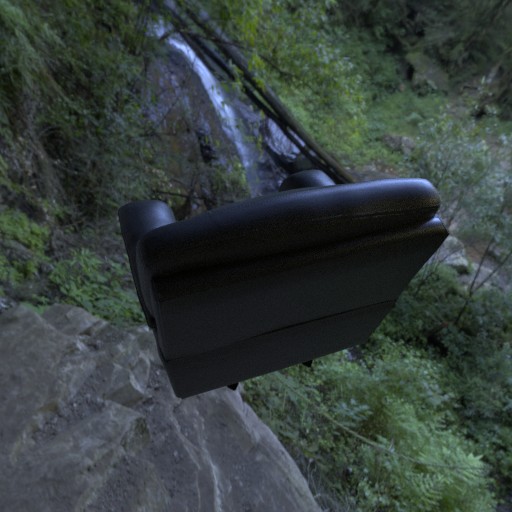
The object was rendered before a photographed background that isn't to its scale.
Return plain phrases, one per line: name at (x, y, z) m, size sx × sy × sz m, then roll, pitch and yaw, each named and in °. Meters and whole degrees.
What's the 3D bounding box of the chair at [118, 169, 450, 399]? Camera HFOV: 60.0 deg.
chair at (0.000, 0.000, 1.996) m, size 1.096 × 1.109 × 1.087 m, roll -13°, pitch 41°, yaw -15°
